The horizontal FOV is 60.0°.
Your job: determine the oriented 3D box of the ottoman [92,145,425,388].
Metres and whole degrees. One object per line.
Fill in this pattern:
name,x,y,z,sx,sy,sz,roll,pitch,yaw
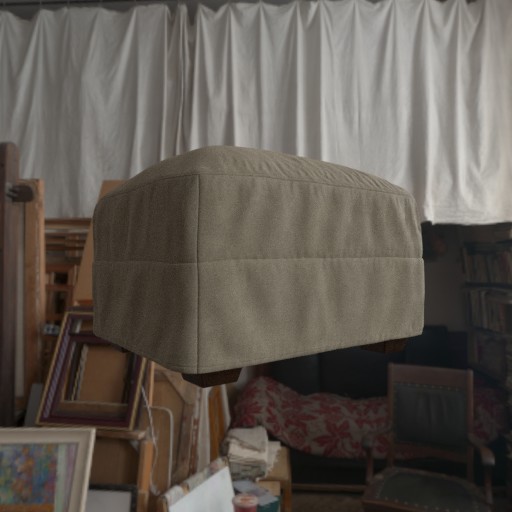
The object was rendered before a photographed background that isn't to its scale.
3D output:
ottoman,0.000,0.000,1.139,0.712,0.480,0.584,1,-2,-37
